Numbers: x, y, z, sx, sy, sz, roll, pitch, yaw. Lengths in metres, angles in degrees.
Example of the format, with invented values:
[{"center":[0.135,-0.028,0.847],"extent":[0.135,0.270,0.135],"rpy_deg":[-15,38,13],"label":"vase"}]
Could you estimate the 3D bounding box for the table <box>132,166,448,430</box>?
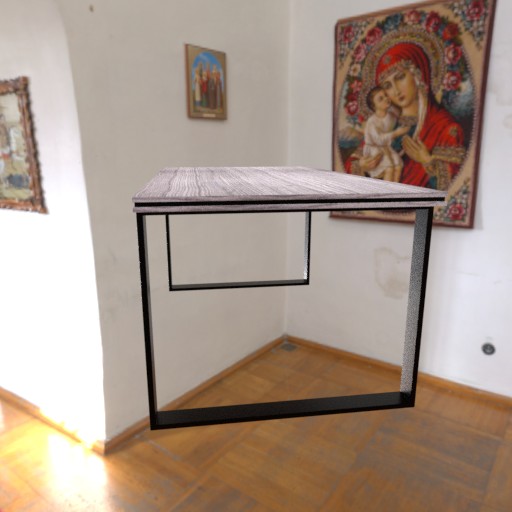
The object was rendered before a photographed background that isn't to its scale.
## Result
[{"center":[0.000,0.000,2.054],"extent":[0.881,0.736,1.579],"rpy_deg":[-2,14,-8],"label":"table"}]
